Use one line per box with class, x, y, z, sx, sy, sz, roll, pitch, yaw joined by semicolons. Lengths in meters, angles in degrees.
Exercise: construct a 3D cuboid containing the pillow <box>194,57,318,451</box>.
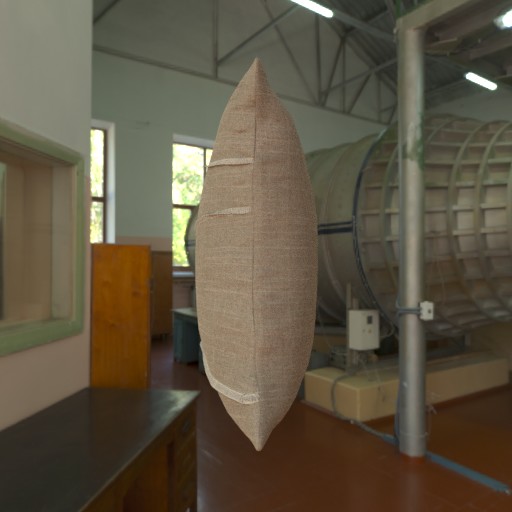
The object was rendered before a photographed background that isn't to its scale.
pillow;0.000;0.000;0.648;0.169;0.400;0.424;0;-1;1
